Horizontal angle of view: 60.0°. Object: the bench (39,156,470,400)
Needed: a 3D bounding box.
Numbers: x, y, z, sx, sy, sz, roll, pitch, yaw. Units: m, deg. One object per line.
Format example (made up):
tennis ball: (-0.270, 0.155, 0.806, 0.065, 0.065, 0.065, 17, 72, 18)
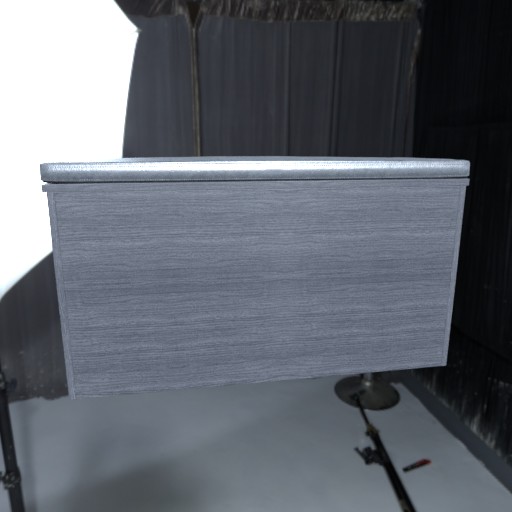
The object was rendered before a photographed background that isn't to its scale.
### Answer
bench: (0.000, 0.000, 1.156, 0.905, 0.501, 0.401, -2, 14, -10)
